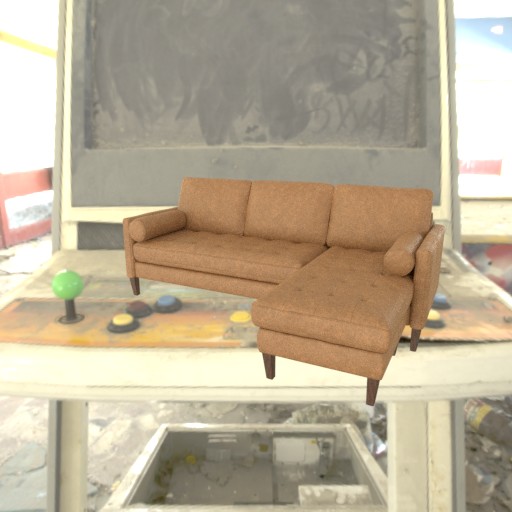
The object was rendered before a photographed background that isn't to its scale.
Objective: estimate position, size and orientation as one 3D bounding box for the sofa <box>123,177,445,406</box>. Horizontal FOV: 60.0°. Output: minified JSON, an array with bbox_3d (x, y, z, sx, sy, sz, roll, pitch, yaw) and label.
[{"bbox_3d":[0.000,0.000,2.927,2.178,0.876,1.506,8,17,26],"label":"sofa"}]
